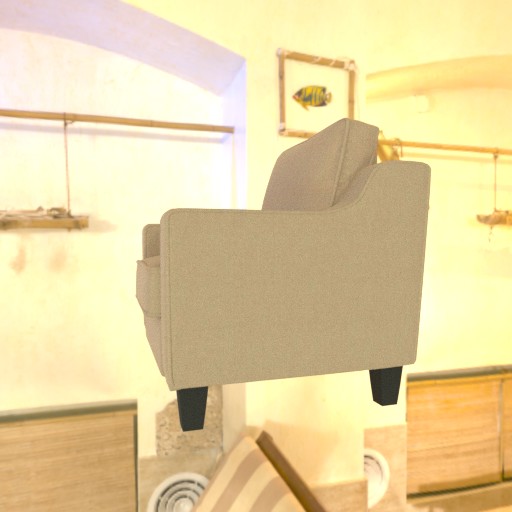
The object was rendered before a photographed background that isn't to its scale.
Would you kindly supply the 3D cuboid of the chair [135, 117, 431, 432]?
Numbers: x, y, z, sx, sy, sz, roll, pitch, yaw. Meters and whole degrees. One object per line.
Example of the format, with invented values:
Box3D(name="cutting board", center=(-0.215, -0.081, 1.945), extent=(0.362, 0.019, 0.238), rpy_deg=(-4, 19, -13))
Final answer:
Box3D(name="chair", center=(0.000, 0.000, 1.711), extent=(0.882, 0.948, 0.922), rpy_deg=(0, 1, -18))
